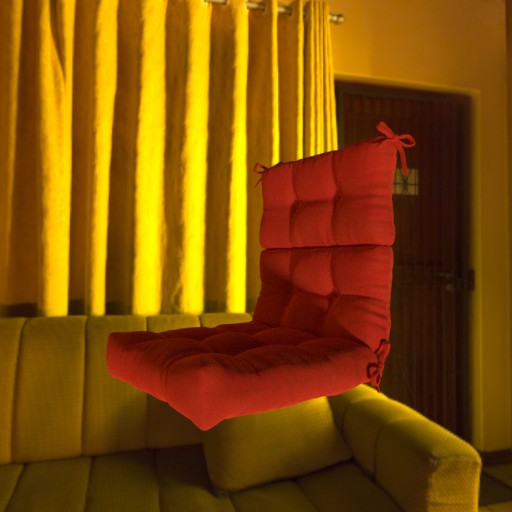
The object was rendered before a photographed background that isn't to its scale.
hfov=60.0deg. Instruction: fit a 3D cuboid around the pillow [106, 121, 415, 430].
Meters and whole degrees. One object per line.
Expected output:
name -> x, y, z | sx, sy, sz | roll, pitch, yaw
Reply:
pillow -> 0.000, 0.000, 1.043 | 0.571, 0.605, 0.519 | 1, -1, -36
